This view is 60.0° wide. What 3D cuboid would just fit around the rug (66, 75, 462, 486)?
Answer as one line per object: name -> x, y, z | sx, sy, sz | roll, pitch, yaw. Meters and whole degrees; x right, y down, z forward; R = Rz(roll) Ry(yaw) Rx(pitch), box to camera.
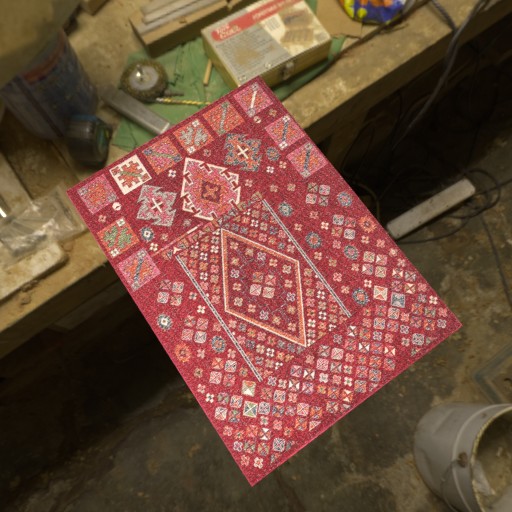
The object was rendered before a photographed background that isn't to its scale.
rug -> 0.000, 0.000, 2.843 | 1.579, 0.007, 2.184 | -34, 78, -8
